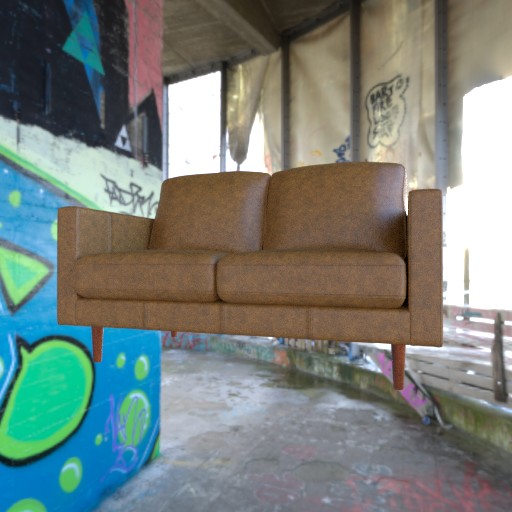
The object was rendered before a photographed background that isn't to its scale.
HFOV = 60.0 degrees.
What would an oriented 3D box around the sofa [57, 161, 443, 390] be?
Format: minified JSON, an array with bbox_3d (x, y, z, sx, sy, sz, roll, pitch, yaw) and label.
[{"bbox_3d":[0.000,0.000,2.090,1.578,0.951,0.909,0,-1,19],"label":"sofa"}]
